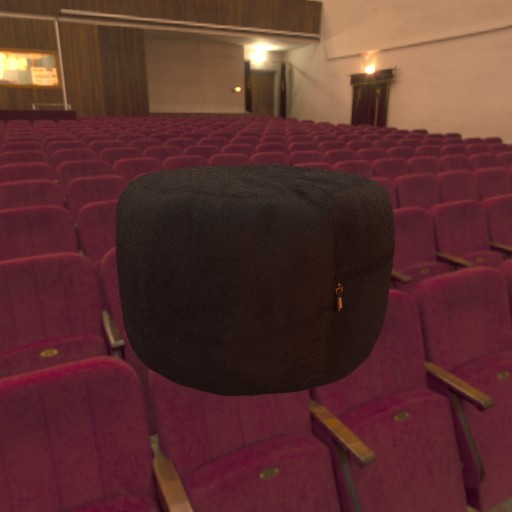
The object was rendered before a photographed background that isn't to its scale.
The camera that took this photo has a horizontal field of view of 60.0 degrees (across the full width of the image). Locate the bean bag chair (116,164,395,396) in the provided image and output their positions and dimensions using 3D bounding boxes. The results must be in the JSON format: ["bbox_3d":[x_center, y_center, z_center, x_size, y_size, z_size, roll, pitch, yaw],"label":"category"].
[{"bbox_3d":[0.000,0.000,2.030,1.219,0.762,1.219,0,17,0],"label":"bean bag chair"}]
